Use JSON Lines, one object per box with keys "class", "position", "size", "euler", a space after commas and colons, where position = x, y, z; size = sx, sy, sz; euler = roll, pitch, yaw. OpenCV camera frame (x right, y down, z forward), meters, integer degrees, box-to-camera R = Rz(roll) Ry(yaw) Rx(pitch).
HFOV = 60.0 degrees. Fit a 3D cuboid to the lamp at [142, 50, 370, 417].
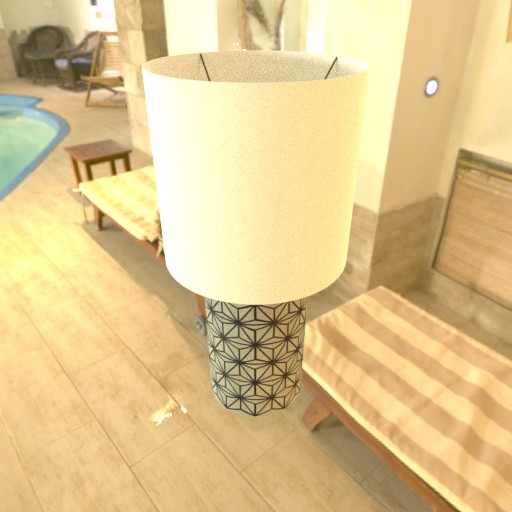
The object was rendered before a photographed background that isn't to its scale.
{"class": "lamp", "position": [0.000, 0.000, 0.517], "size": [0.206, 0.416, 0.206], "euler": [-20, 36, -30]}
